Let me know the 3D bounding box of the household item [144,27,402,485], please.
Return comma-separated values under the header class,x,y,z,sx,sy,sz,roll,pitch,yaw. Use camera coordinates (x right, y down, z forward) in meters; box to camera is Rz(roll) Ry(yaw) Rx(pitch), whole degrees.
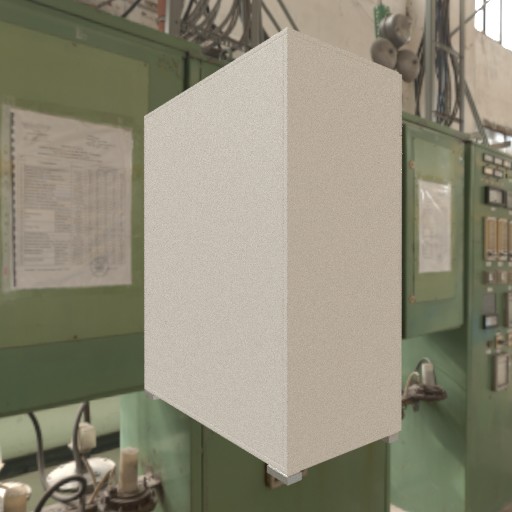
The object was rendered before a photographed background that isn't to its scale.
class,x,y,z,sx,sy,sz,roll,pitch,yaw
household item,0.000,0.000,1.418,0.420,1.010,0.790,0,0,-37
